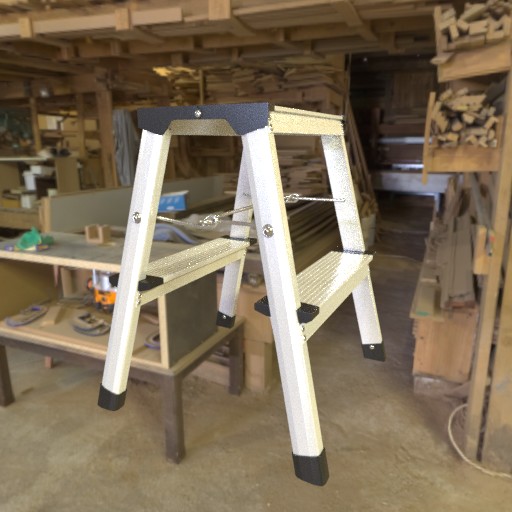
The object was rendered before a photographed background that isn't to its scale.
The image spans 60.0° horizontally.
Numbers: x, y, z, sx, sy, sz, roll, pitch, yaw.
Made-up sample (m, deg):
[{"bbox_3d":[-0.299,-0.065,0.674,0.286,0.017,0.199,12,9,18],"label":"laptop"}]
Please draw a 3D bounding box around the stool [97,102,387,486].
[{"bbox_3d":[0.000,0.000,0.775,0.405,0.480,0.404,7,16,26],"label":"stool"}]
